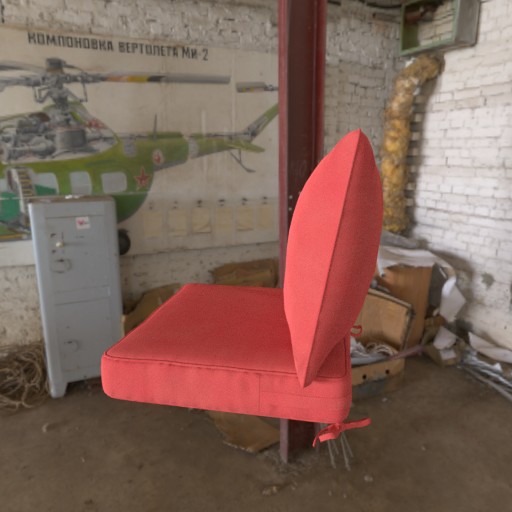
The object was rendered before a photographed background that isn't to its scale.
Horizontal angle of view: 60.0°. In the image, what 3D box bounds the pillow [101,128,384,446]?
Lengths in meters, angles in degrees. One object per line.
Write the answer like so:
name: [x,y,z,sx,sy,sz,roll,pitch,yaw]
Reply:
pillow: [0.000,0.000,1.367,0.733,0.725,0.798,3,14,11]
